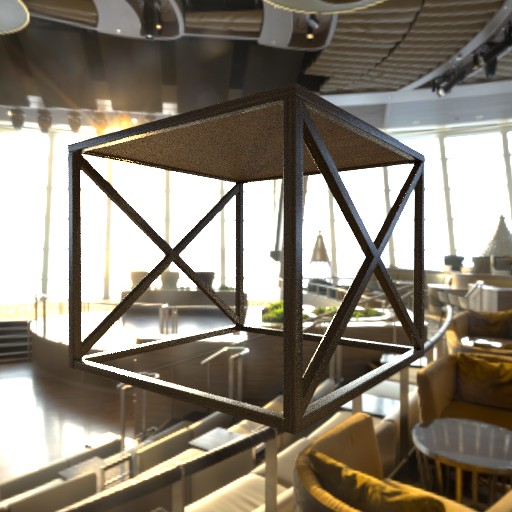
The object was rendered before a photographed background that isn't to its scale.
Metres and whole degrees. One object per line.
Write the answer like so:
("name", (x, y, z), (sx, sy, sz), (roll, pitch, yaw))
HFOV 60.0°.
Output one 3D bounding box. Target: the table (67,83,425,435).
("table", (0.000, 0.000, 1.064), (0.609, 0.507, 0.611), (1, 1, 37))
